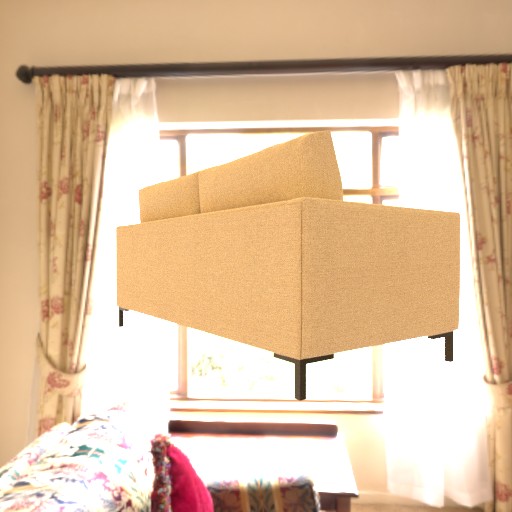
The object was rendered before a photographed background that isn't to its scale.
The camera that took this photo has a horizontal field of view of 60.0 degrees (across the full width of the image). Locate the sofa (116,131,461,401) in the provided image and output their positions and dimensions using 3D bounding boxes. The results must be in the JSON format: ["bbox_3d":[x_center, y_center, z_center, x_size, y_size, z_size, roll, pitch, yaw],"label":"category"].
[{"bbox_3d":[0.000,0.000,2.130,0.839,0.812,1.651,0,0,-36],"label":"sofa"}]
